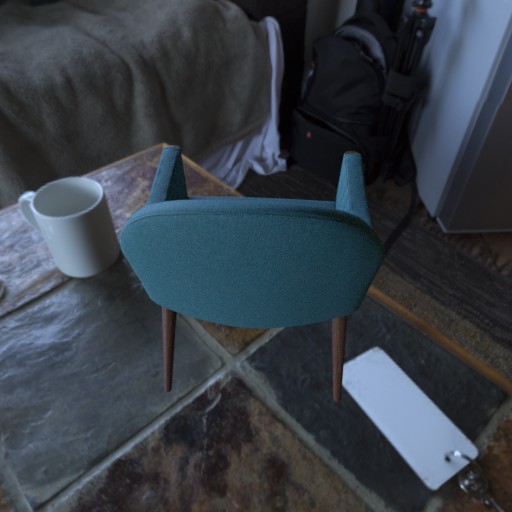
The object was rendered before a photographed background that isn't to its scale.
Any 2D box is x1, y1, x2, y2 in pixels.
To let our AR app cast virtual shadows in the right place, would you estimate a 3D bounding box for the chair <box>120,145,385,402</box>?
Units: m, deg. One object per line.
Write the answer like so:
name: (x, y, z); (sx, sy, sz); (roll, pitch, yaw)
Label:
chair: (0.000, 0.000, 1.339); (0.656, 0.907, 0.652); (3, 47, 2)
